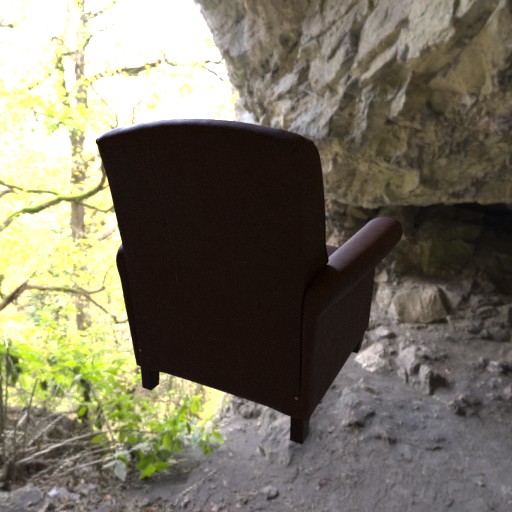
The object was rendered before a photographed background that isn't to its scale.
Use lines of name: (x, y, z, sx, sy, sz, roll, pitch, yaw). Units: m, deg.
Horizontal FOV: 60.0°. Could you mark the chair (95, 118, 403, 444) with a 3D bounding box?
chair: (0.000, 0.000, 1.790, 0.978, 1.061, 0.902, 9, 19, 27)
